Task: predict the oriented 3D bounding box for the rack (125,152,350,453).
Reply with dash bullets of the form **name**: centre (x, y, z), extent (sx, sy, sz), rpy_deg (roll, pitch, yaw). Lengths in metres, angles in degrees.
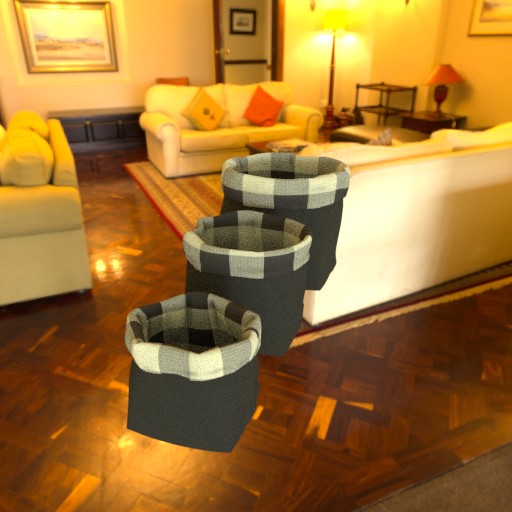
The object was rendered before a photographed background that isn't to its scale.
- **rack**: centre (0.000, 0.000, 1.078), extent (0.370, 0.329, 0.889), rpy_deg (8, 27, 15)
